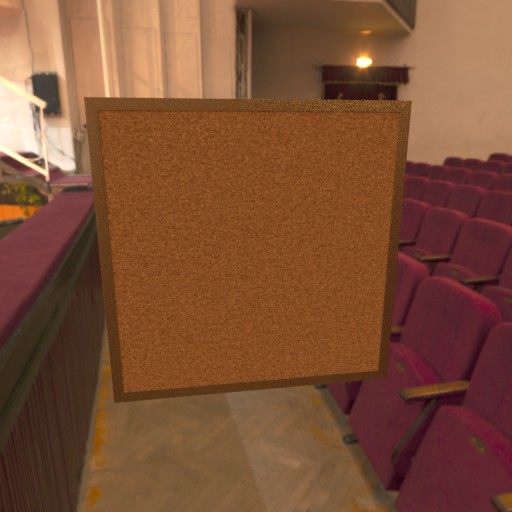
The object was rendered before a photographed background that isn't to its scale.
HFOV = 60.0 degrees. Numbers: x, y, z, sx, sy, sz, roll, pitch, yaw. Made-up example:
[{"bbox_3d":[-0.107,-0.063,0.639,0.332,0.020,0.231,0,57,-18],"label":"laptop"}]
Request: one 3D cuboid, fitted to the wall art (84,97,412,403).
[{"bbox_3d":[0.000,0.000,1.147,0.767,0.765,0.036,-3,16,-9],"label":"wall art"}]
